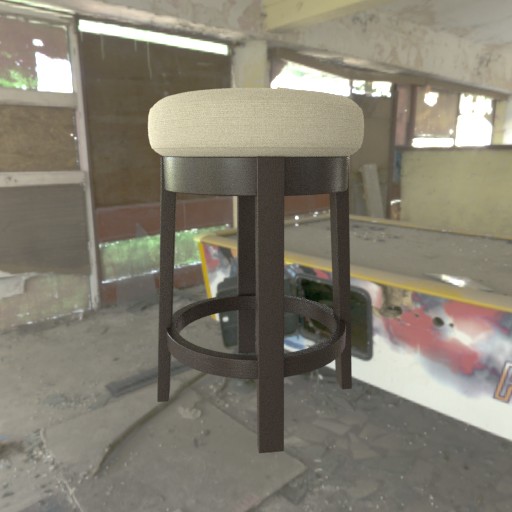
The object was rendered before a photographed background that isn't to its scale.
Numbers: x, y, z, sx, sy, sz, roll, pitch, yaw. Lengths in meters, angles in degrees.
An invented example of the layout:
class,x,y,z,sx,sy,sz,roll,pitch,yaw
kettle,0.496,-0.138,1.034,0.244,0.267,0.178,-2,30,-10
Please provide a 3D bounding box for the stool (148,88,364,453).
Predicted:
class,x,y,z,sx,sy,sz,roll,pitch,yaw
stool,0.000,0.000,0.965,0.449,0.655,0.449,0,13,0
